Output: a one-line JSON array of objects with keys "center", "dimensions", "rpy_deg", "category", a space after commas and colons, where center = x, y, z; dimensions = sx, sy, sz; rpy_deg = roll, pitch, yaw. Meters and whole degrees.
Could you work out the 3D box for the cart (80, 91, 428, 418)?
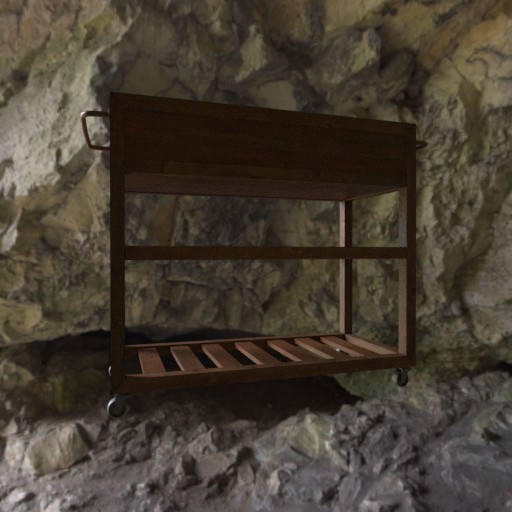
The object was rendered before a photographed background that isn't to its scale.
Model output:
[{"center": [0.000, 0.000, 1.464], "dimensions": [1.065, 0.830, 0.445], "rpy_deg": [0, 0, -18], "category": "cart"}]
